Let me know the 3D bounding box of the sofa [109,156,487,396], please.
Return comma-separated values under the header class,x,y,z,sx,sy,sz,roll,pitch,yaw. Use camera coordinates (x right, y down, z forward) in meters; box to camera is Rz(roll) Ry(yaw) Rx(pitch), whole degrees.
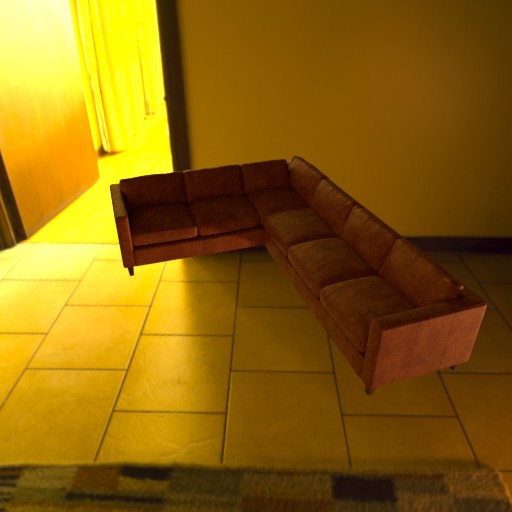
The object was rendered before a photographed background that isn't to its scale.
class,x,y,z,sx,sy,sz,roll,pitch,yaw
sofa,0.000,0.000,4.230,2.438,0.838,3.150,-10,33,-16
